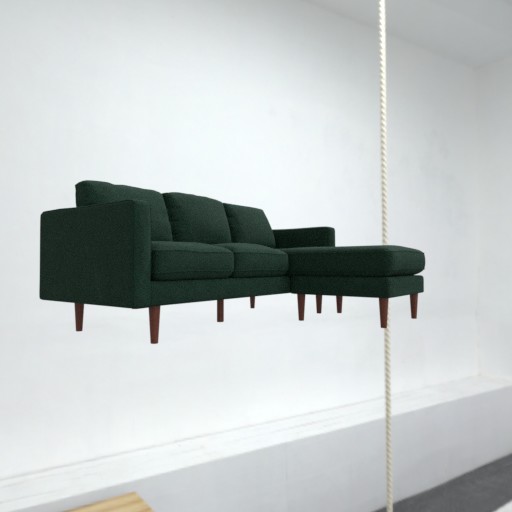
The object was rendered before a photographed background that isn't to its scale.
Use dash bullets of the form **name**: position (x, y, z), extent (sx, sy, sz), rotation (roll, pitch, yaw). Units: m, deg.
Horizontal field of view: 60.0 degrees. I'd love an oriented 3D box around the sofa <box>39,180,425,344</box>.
- **sofa**: position (0.000, 0.000, 2.867), extent (1.580, 0.899, 2.030), rotation (-1, -1, 37)
